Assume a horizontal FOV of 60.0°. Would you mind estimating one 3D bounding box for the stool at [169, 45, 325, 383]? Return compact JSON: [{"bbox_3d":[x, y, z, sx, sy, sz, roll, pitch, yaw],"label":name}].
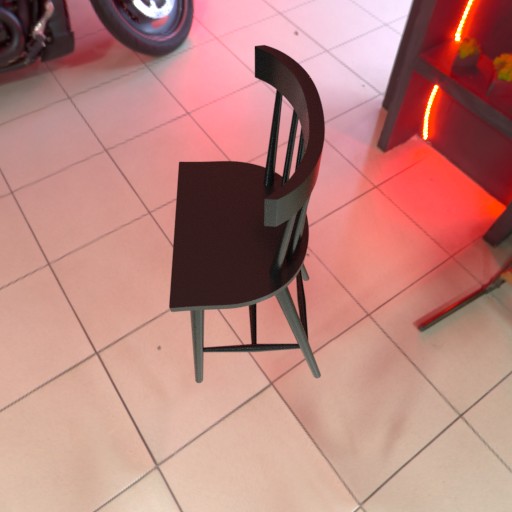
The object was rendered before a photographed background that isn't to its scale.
[{"bbox_3d":[0.000,0.000,1.350,0.483,1.092,0.482,-2,58,-1],"label":"stool"}]
